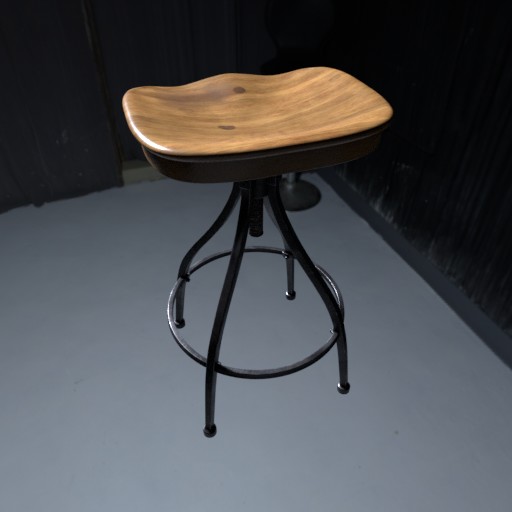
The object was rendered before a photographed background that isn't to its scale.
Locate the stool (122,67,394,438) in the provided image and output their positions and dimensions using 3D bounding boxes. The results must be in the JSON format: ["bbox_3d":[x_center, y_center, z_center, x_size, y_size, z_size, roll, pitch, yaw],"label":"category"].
[{"bbox_3d":[0.000,0.000,0.971,0.432,0.694,0.424,-13,42,-15],"label":"stool"}]
